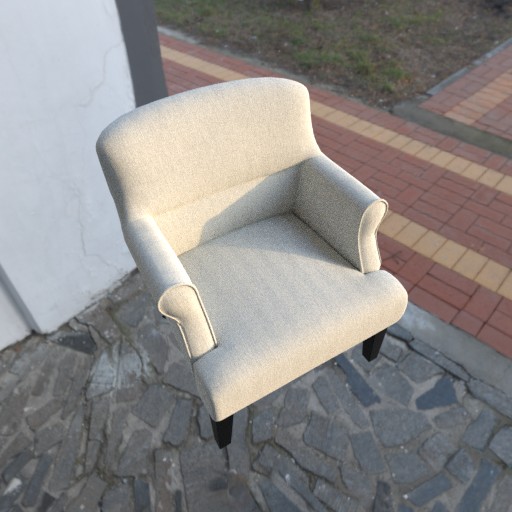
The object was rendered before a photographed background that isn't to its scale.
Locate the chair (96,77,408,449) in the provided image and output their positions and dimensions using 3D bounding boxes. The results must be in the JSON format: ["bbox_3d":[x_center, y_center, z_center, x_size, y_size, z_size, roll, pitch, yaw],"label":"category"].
[{"bbox_3d":[0.000,0.000,1.477,0.781,0.875,0.750,-23,50,-21],"label":"chair"}]
